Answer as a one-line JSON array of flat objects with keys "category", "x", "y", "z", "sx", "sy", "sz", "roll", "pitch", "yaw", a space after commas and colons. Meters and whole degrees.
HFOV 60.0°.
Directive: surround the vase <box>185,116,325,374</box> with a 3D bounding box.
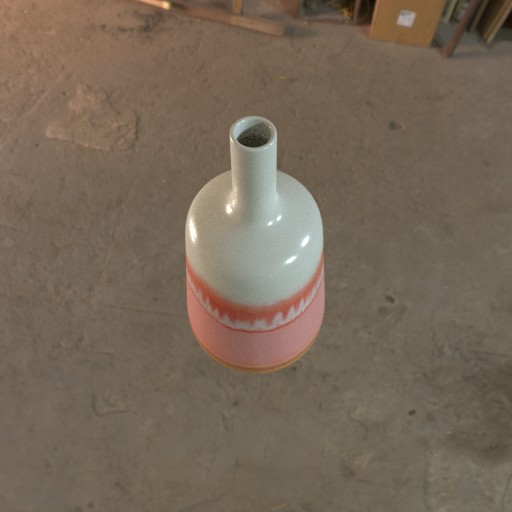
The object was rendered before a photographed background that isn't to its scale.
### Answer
[{"category": "vase", "x": 0.000, "y": 0.000, "z": 0.375, "sx": 0.144, "sy": 0.296, "sz": 0.144, "roll": 0, "pitch": 63, "yaw": 0}]
